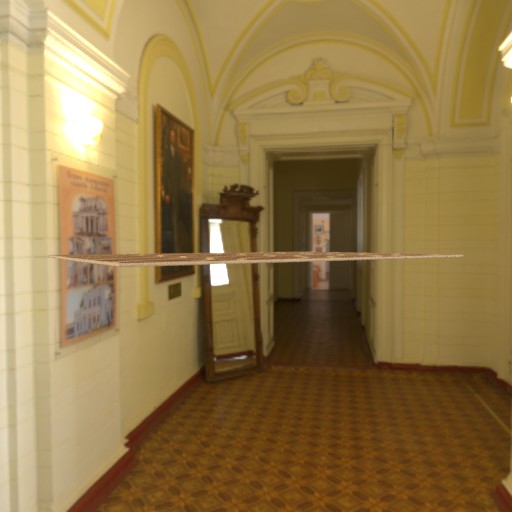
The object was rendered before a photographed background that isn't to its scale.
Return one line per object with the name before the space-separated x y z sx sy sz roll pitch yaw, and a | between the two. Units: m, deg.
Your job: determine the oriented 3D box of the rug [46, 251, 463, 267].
rug | 0.000 0.000 2.896 2.294 0.014 1.528 -1 2 -35
